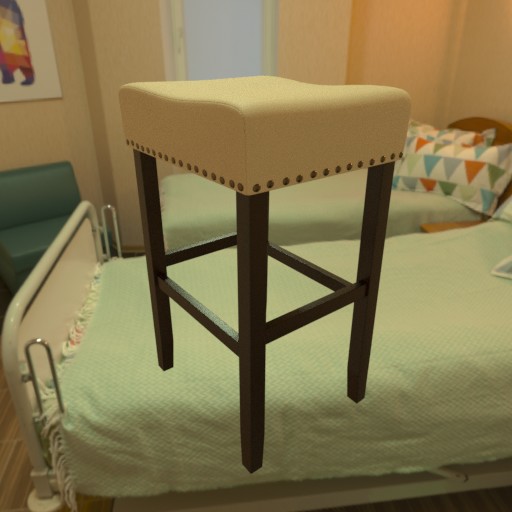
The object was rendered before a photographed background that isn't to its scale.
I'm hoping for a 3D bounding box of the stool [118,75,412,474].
[{"bbox_3d":[0.000,0.000,1.051,0.401,0.762,0.471,-19,31,-33],"label":"stool"}]
